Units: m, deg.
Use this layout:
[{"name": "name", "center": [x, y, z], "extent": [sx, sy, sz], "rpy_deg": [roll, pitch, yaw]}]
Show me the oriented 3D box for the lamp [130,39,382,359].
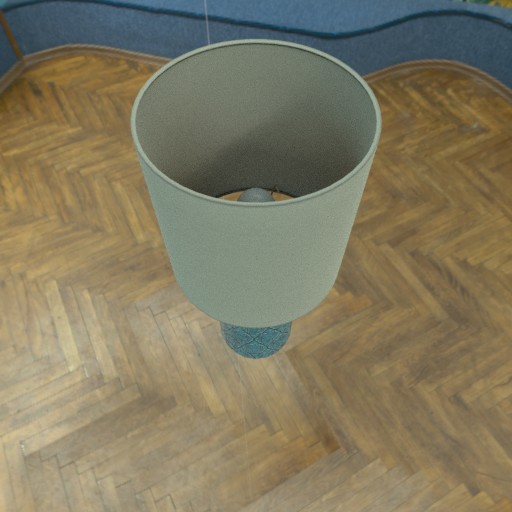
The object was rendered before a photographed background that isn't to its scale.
[{"name": "lamp", "center": [0.000, 0.000, 0.745], "extent": [0.278, 0.597, 0.278], "rpy_deg": [16, 58, 10]}]
